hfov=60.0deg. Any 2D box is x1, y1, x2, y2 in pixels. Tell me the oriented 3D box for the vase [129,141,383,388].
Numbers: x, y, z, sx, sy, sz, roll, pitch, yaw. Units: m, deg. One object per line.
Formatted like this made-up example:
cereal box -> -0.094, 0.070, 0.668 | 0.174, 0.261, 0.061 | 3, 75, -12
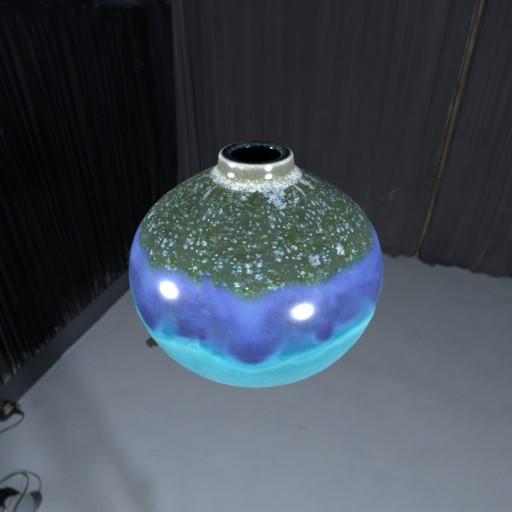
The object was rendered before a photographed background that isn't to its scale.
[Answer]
vase -> 0.000, 0.000, 0.274 | 0.154, 0.133, 0.154 | 0, 33, 0
